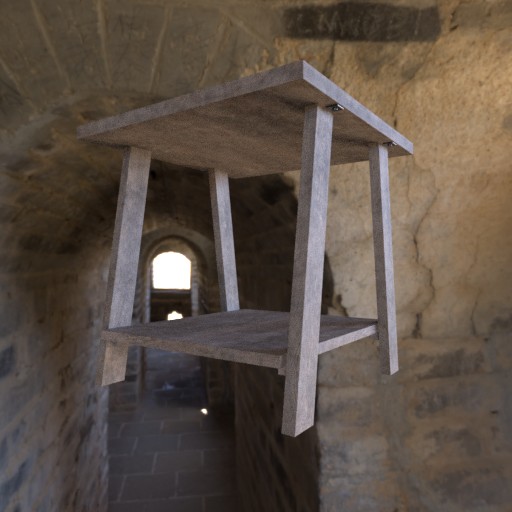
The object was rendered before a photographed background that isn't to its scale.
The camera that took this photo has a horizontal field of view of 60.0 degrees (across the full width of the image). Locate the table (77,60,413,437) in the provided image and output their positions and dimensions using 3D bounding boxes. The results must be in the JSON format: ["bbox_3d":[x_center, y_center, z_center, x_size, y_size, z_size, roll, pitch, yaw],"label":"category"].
[{"bbox_3d":[0.000,0.000,1.119,0.610,0.610,0.610,-1,-1,35],"label":"table"}]
